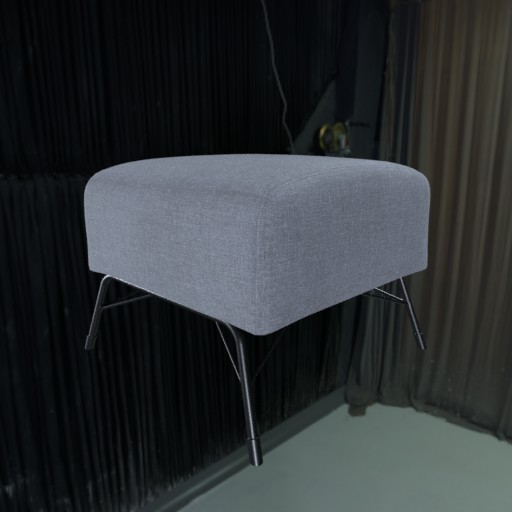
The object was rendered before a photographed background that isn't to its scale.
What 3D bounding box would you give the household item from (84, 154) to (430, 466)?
[{"bbox_3d":[0.000,0.000,0.915,0.530,0.410,0.530,13,19,43],"label":"household item"}]
